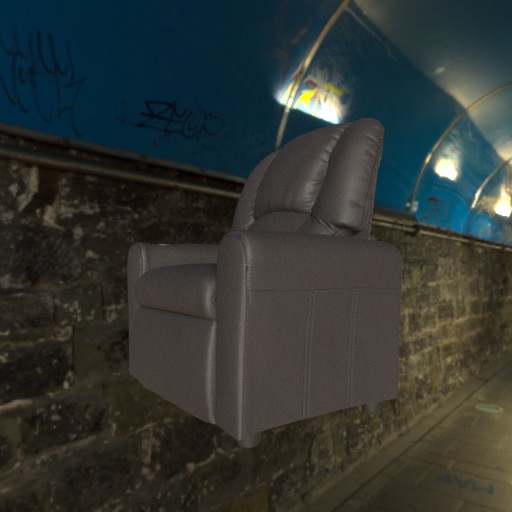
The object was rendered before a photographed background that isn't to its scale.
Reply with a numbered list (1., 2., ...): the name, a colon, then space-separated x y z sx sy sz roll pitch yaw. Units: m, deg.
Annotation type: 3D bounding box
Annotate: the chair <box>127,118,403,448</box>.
1. chair: 0.000 0.000 1.132 0.521 0.709 0.610 1 -2 -35
